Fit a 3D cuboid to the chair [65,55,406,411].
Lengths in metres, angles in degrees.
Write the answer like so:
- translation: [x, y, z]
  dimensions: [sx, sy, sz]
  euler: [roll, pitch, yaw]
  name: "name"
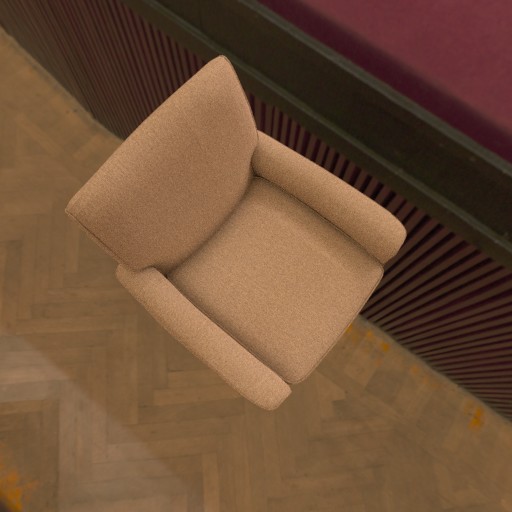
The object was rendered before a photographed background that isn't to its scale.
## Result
- translation: [0.000, 0.000, 1.672]
  dimensions: [0.864, 1.014, 0.848]
  euler: [38, 77, 10]
  name: "chair"
